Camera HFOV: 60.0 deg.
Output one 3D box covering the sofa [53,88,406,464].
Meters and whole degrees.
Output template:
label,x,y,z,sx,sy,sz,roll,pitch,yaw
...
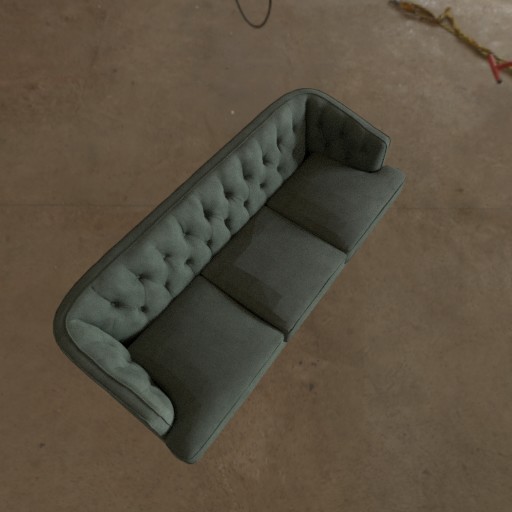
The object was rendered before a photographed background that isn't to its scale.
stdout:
label,x,y,z,sx,sy,sz,roll,pitch,yaw
sofa,0.000,0.000,2.727,0.941,0.855,2.278,33,64,19
